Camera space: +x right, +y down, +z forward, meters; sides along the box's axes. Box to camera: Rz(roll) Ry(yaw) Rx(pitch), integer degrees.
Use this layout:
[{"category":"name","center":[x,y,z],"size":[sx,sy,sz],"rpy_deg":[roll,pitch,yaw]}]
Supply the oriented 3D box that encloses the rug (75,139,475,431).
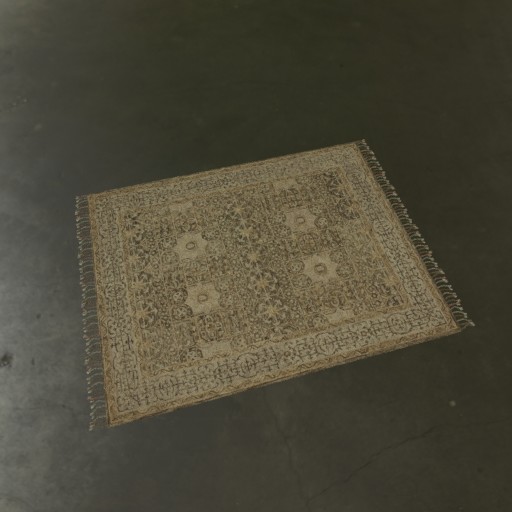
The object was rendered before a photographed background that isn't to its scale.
[{"category":"rug","center":[0.000,0.000,4.240],"size":[3.291,0.017,2.431],"rpy_deg":[-13,58,-8]}]
